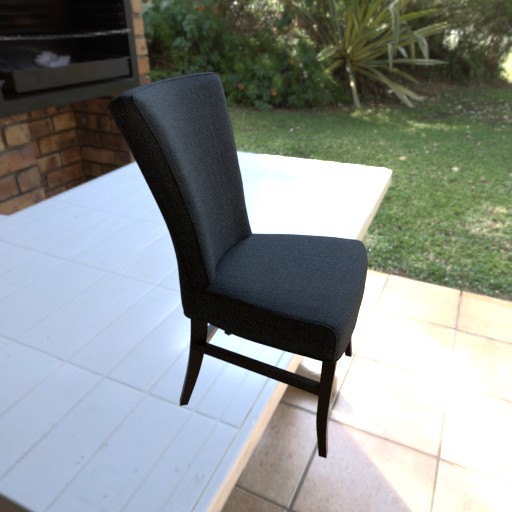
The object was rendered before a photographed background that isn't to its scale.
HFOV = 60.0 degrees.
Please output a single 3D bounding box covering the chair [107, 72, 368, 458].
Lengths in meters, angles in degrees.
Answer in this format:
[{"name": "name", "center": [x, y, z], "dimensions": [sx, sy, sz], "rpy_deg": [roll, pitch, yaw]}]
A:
[{"name": "chair", "center": [0.000, 0.000, 1.359], "dimensions": [0.660, 0.991, 0.520], "rpy_deg": [10, 30, 17]}]
